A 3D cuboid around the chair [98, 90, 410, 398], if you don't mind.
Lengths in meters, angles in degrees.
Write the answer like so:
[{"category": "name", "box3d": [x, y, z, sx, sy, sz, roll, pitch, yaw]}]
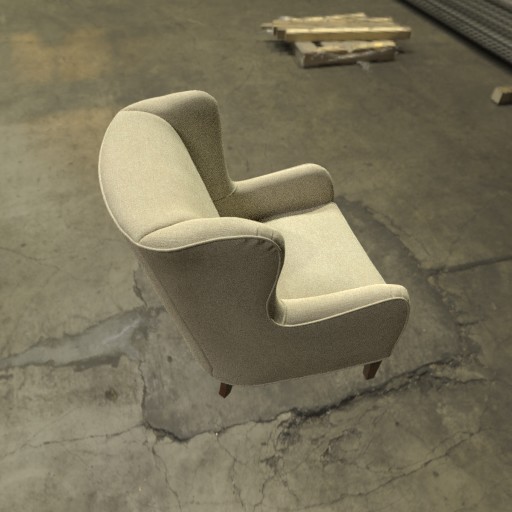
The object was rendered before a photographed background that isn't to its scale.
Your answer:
[{"category": "chair", "box3d": [0.000, 0.000, 1.747, 0.966, 1.040, 0.838, -11, 47, -11]}]
